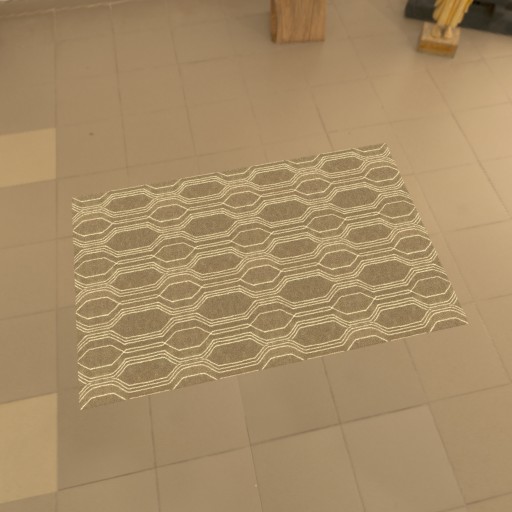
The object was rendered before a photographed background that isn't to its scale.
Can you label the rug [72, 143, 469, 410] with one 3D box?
[{"bbox_3d":[0.000,0.000,3.062,2.457,0.012,1.541,-11,63,-6],"label":"rug"}]
